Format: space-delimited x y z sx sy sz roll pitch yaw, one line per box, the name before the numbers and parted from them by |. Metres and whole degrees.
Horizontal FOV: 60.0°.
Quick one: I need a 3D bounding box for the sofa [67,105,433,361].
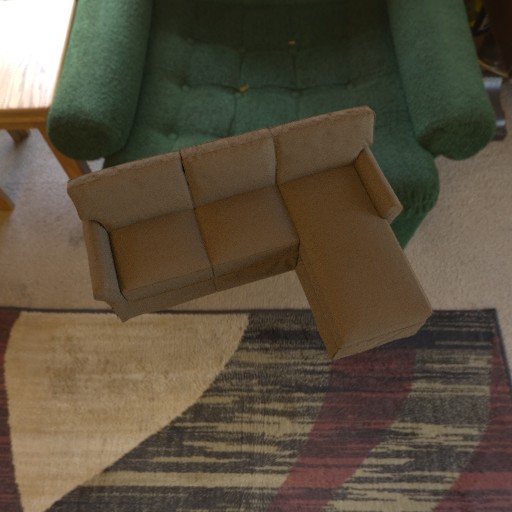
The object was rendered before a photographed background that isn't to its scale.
sofa | 0.000 0.000 3.432 2.475 0.978 1.733 -16 65 -8
